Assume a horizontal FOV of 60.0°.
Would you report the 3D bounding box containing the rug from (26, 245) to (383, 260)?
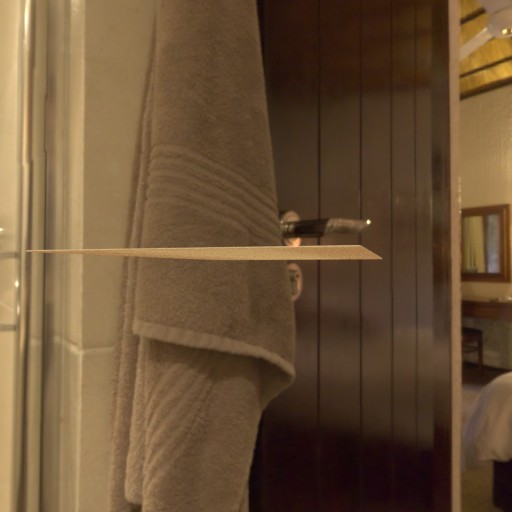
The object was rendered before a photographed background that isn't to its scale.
[{"bbox_3d":[0.000,0.000,2.356,1.234,0.006,1.850,-1,-2,18],"label":"rug"}]
